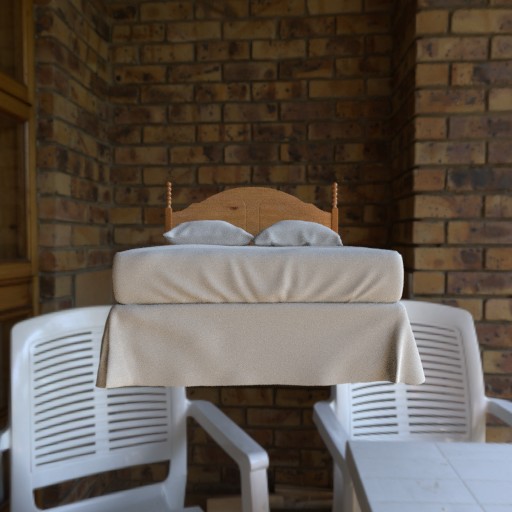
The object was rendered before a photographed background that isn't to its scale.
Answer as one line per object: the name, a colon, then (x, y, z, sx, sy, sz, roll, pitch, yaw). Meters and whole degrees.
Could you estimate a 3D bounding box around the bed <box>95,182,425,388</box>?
bed: (0.000, 0.000, 3.298, 1.873, 1.356, 2.040, 0, 2, -2)
